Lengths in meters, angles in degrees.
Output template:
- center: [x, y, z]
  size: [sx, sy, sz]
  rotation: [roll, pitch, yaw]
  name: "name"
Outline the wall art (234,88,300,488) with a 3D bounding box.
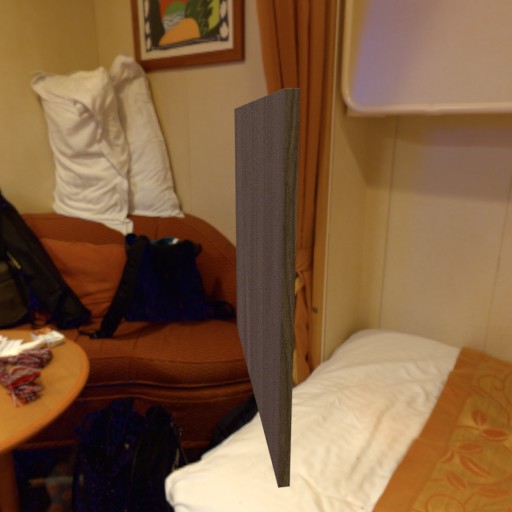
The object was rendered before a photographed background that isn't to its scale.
- center: [0.000, 0.000, 0.771]
  size: [0.016, 0.507, 0.508]
  rotation: [-2, 16, -8]
  name: "wall art"
